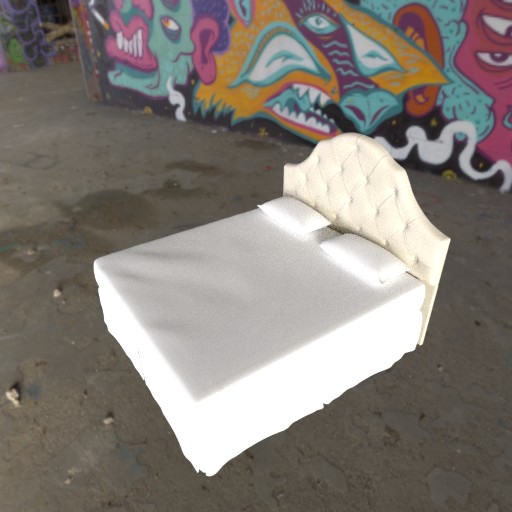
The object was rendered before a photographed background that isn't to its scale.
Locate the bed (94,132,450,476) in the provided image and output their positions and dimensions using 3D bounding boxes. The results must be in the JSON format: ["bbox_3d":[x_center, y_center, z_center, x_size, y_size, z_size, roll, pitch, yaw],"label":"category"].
[{"bbox_3d":[0.000,0.000,3.614,2.214,1.615,2.008,-20,37,-29],"label":"bed"}]
